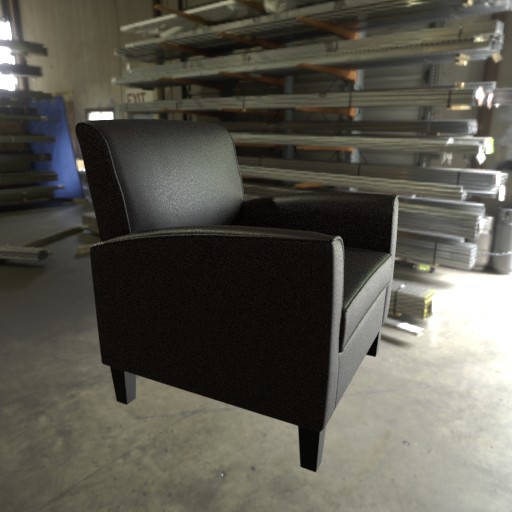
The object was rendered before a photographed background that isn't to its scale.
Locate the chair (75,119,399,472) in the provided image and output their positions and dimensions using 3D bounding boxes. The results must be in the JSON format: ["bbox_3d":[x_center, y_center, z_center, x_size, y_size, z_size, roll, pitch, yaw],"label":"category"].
[{"bbox_3d":[0.000,0.000,1.540,0.819,0.916,0.820,8,18,26],"label":"chair"}]
